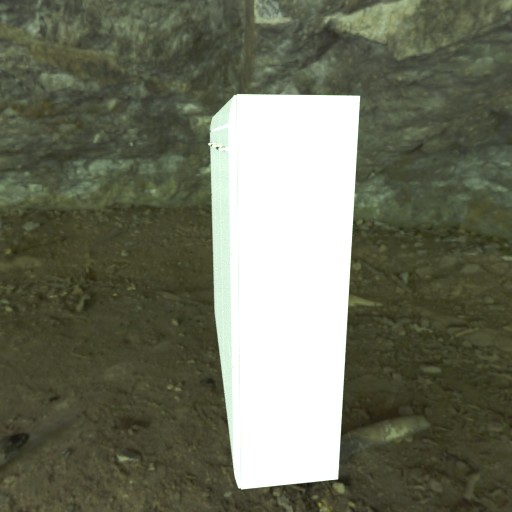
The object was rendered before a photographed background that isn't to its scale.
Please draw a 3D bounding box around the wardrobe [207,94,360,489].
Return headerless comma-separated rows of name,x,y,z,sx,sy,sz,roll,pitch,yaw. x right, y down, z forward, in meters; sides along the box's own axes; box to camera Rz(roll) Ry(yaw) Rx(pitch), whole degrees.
wardrobe,0.000,0.000,1.918,0.360,1.200,1.340,-2,15,-7
